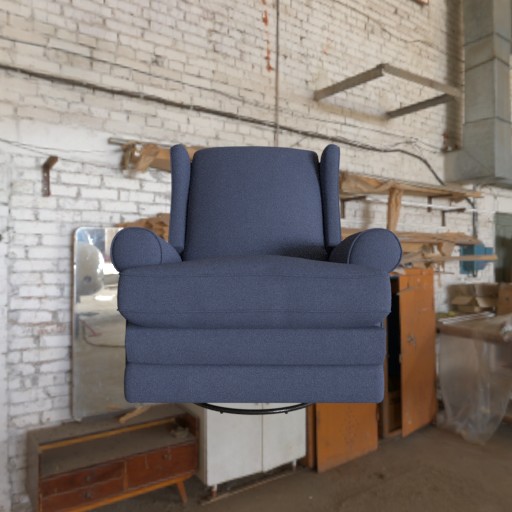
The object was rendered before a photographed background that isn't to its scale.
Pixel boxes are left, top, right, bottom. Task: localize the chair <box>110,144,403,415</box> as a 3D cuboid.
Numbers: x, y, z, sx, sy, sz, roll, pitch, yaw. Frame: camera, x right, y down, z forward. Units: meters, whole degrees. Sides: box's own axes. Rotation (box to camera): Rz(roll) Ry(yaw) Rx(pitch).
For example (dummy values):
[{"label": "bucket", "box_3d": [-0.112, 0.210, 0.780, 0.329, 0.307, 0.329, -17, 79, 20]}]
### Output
[{"label": "chair", "box_3d": [0.000, 0.000, 1.735, 0.971, 1.020, 0.877, 0, 0, 0]}]
